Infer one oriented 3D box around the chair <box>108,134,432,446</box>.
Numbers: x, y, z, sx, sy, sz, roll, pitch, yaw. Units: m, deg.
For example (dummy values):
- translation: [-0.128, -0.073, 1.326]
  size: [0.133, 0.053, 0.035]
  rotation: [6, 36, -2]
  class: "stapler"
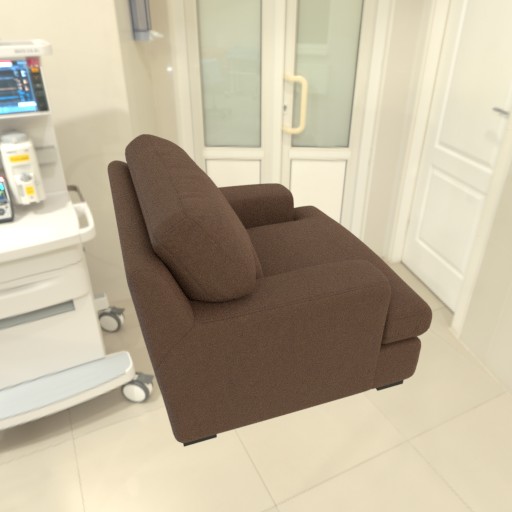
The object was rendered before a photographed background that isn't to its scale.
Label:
- translation: [0.000, 0.000, 2.006]
  size: [1.143, 0.940, 1.168]
  rotation: [-10, 31, -17]
  class: "chair"
